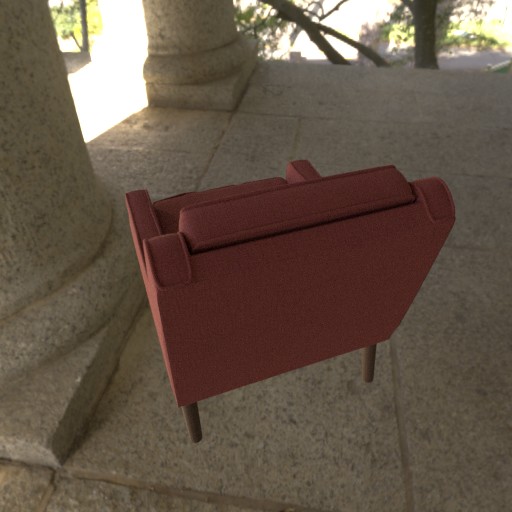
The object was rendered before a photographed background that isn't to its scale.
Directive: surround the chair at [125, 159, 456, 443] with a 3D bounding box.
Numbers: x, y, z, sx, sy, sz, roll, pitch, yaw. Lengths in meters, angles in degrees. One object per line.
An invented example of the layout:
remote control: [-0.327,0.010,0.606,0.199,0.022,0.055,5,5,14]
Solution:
chair: [0.000,0.000,1.363,0.680,0.812,0.770,-14,43,-15]
